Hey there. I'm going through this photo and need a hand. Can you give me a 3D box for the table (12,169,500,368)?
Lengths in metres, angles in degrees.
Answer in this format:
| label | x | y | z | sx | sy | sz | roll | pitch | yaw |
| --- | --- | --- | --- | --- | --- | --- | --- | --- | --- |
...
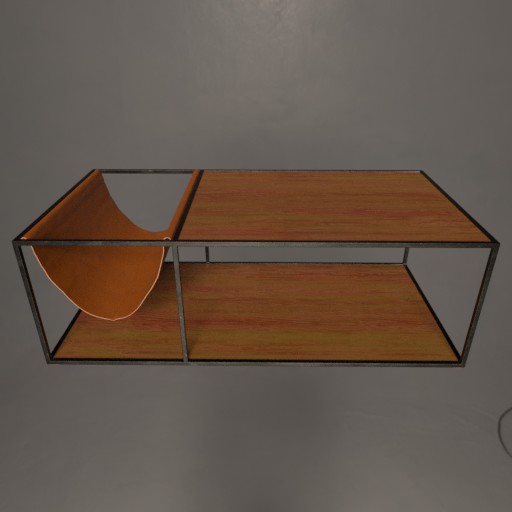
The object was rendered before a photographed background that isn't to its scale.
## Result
| label | x | y | z | sx | sy | sz | roll | pitch | yaw |
| --- | --- | --- | --- | --- | --- | --- | --- | --- | --- |
| table | 0.000 | 0.000 | 1.443 | 1.199 | 0.403 | 0.597 | 0 | 28 | 1 |
